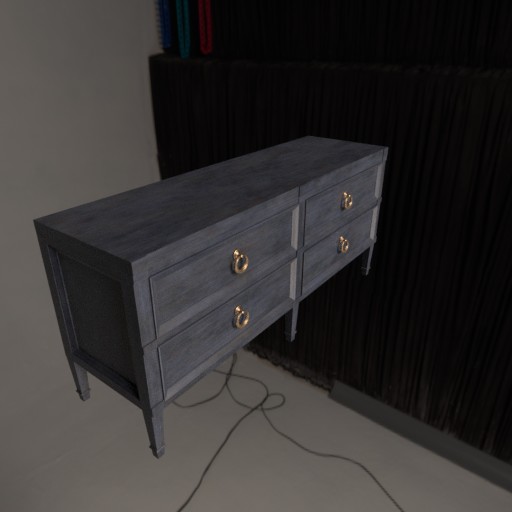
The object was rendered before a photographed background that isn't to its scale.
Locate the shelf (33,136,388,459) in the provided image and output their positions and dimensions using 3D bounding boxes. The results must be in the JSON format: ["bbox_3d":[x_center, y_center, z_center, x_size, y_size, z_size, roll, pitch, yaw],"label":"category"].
[{"bbox_3d":[0.000,0.000,1.919,0.479,0.719,1.575,19,32,33],"label":"shelf"}]
